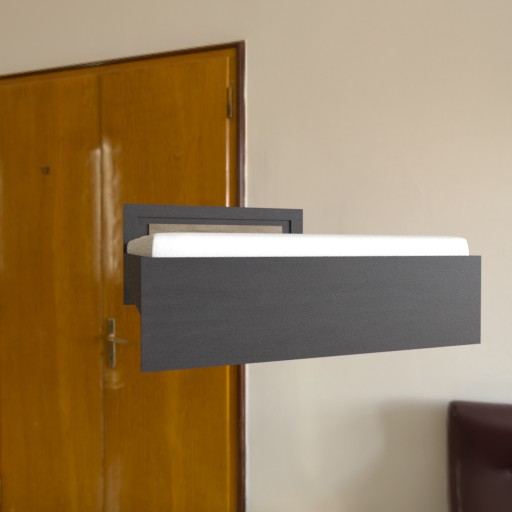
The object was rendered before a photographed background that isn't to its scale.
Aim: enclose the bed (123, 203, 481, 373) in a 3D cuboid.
[{"bbox_3d":[0.000,0.000,2.857,1.585,0.823,2.073,0,1,-19],"label":"bed"}]
